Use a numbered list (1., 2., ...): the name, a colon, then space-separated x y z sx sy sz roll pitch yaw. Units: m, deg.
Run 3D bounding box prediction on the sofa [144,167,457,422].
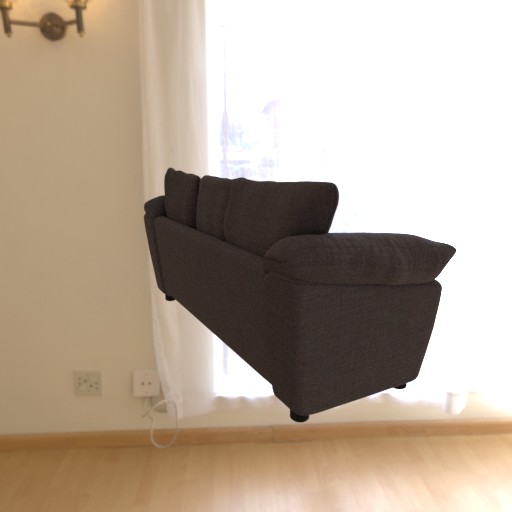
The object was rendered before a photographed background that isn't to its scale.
1. sofa: 0.000 0.000 2.868 0.883 1.080 2.336 -7 14 -27
